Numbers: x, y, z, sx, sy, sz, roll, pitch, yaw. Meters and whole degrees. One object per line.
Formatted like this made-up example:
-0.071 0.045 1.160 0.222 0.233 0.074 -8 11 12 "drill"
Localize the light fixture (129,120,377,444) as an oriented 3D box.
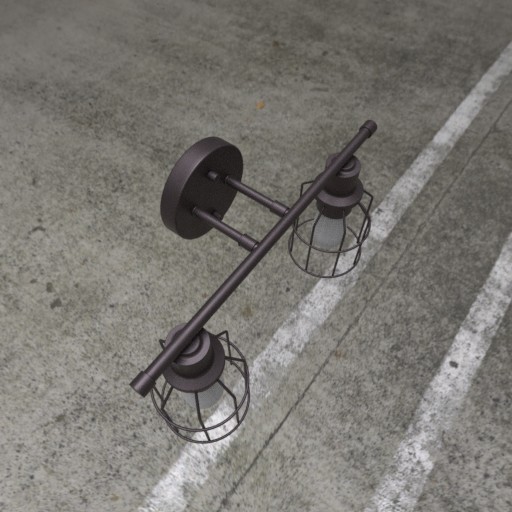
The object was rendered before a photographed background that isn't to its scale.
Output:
0.000 0.000 0.525 0.165 0.254 0.406 32 63 19 "light fixture"
